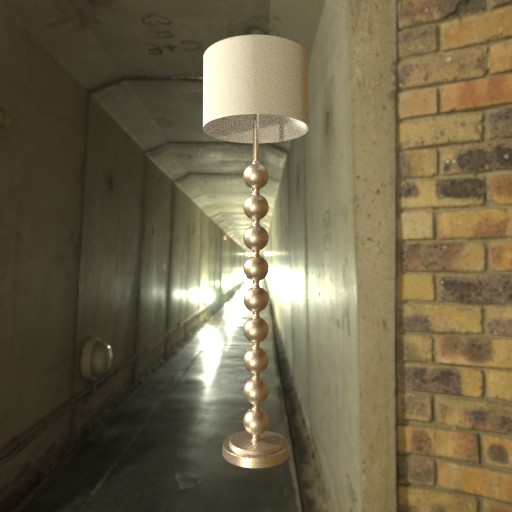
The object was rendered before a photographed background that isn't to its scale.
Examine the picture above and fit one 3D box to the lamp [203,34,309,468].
[{"bbox_3d":[0.000,0.000,1.660,0.394,1.474,0.394,0,0,-37],"label":"lamp"}]
